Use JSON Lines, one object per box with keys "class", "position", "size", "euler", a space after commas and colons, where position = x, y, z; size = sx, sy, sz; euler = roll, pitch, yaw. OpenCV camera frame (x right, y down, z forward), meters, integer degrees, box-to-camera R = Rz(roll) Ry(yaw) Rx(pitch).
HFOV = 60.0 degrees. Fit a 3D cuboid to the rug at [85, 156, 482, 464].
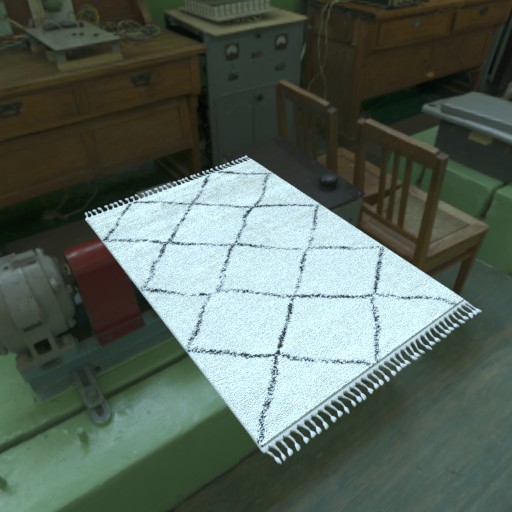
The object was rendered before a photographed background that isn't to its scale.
{"class": "rug", "position": [0.000, 0.000, 2.882], "size": [1.494, 0.031, 2.307], "euler": [-26, 47, -27]}
